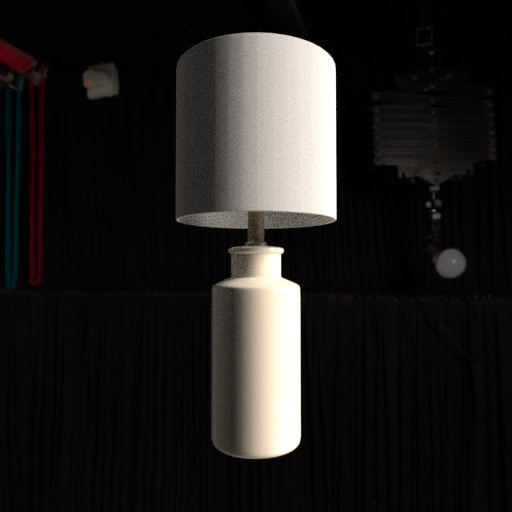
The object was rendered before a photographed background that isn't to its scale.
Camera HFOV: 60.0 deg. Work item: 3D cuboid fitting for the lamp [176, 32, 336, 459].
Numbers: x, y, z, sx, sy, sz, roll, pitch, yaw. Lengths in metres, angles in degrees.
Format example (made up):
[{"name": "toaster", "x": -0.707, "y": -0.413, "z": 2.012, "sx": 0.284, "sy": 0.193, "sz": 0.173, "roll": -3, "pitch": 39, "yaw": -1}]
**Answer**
[{"name": "lamp", "x": 0.000, "y": 0.000, "z": 0.593, "sx": 0.212, "sy": 0.493, "sz": 0.212, "roll": -1, "pitch": -2, "yaw": 17}]
